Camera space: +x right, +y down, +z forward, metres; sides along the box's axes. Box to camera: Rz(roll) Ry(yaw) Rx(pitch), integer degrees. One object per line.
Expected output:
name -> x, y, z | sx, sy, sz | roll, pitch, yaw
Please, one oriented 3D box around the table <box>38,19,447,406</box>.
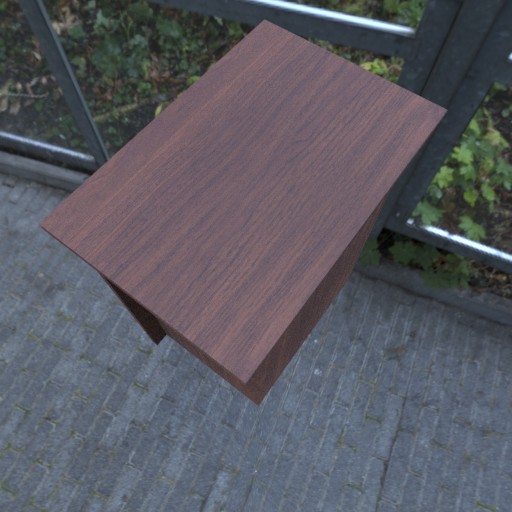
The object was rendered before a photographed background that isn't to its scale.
table -> 0.000, 0.000, 1.054 | 0.406, 0.711, 0.589 | 34, 69, 15
